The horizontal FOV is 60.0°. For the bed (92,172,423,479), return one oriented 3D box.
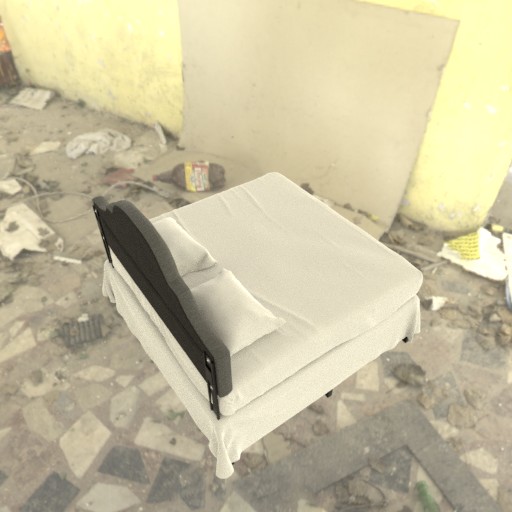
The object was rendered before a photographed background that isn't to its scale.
[{"bbox_3d":[0.000,0.000,3.750,2.222,1.631,2.303,-25,47,-26],"label":"bed"}]
